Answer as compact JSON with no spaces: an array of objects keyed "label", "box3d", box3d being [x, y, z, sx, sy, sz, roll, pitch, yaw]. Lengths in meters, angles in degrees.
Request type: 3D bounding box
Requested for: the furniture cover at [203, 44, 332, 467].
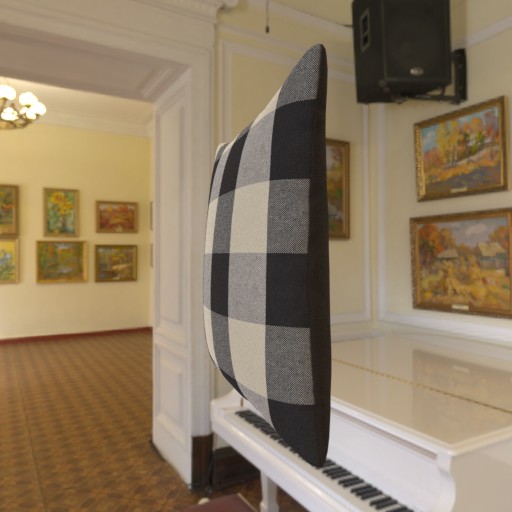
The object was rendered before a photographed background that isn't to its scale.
[{"label":"furniture cover","box3d":[0.000,0.000,0.769,0.161,0.509,0.511,0,0,-18]}]
